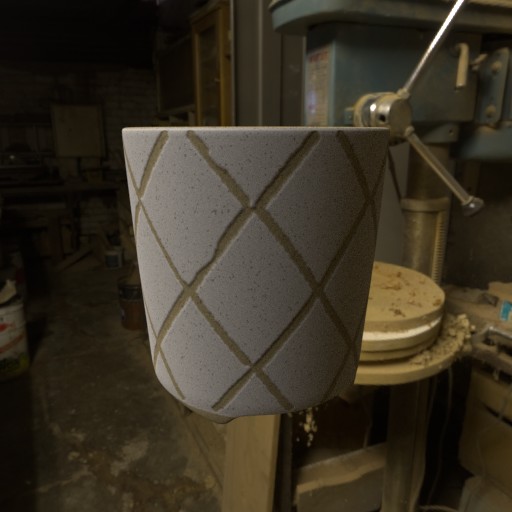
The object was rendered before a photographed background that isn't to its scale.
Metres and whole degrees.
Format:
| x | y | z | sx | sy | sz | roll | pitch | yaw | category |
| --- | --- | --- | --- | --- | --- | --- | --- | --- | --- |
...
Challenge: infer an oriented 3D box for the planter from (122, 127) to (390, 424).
| x | y | z | sx | sy | sz | roll | pitch | yaw | category |
| --- | --- | --- | --- | --- | --- | --- | --- | --- | --- |
| 0.000 | 0.000 | 0.423 | 0.228 | 0.235 | 0.228 | 0 | 16 | 0 | planter |
